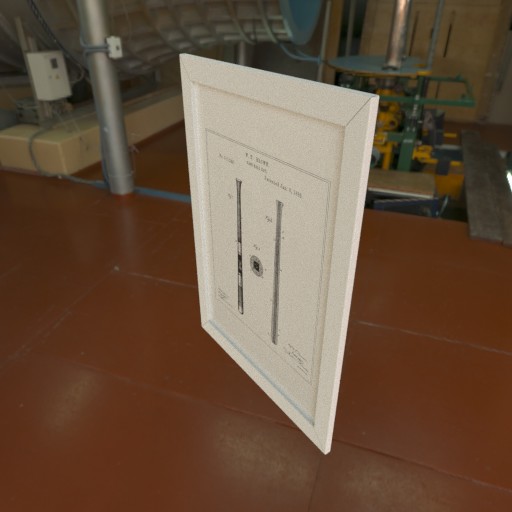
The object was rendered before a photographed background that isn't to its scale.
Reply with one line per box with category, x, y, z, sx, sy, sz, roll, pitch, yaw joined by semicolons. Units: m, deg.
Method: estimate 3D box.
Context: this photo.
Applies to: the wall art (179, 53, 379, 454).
wall art;0.000;0.000;0.675;0.012;0.529;0.374;-21;37;-30
